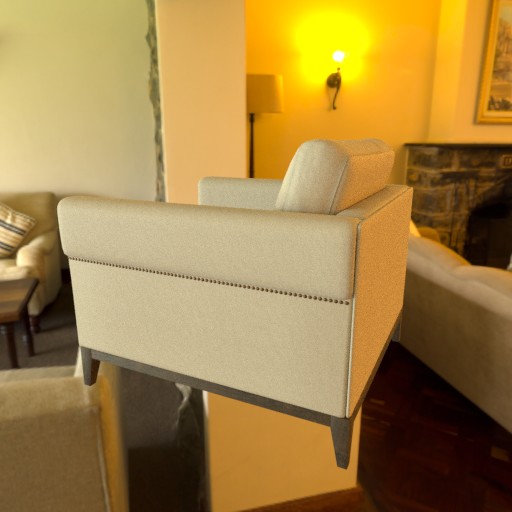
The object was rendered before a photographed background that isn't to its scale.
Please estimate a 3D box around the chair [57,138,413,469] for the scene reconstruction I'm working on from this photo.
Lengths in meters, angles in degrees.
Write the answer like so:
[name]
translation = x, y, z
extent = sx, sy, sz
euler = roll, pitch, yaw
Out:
[chair]
translation = 0.000, 0.000, 1.633
extent = 0.959, 0.838, 0.914
euler = 7, 17, 25
